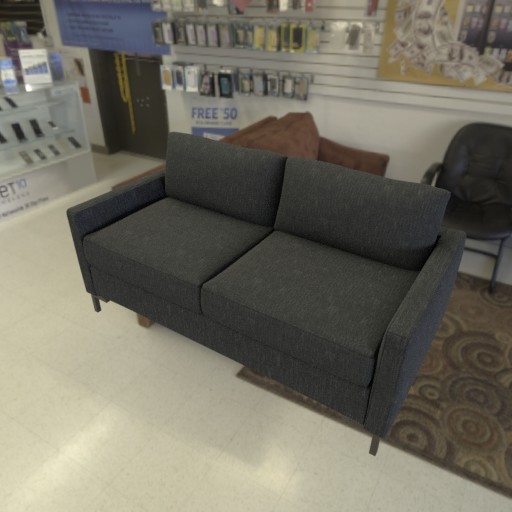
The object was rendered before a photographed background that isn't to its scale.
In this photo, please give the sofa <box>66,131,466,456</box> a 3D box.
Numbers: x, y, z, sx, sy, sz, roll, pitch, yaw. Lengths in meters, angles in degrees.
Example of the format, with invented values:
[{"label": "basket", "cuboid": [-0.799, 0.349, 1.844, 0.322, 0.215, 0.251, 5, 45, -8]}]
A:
[{"label": "sofa", "cuboid": [0.000, 0.000, 2.156, 1.716, 0.862, 0.866, 19, 36, 28]}]
